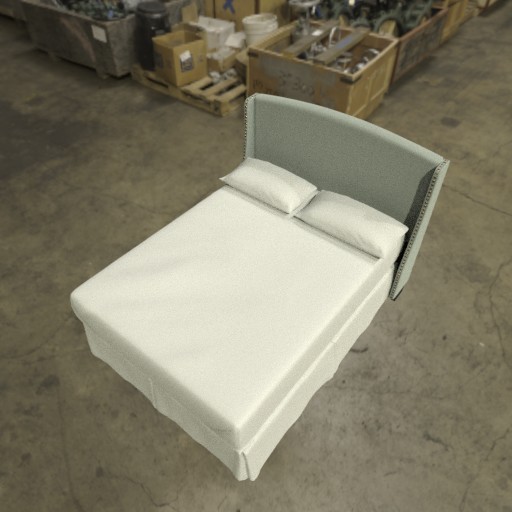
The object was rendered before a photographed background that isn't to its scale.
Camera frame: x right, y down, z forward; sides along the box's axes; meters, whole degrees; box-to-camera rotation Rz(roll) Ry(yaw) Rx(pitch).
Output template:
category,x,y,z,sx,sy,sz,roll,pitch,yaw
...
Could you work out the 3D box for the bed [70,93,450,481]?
category,x,y,z,sx,sy,sz,roll,pitch,yaw
bed,0.000,0.000,3.273,1.710,1.407,2.237,29,52,26
